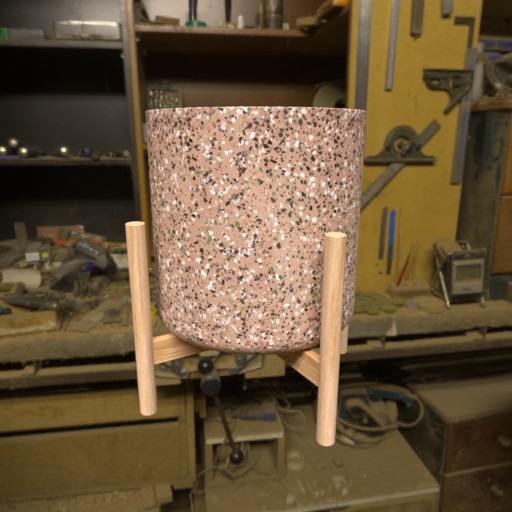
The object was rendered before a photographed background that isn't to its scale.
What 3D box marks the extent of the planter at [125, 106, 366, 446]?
[{"bbox_3d":[0.000,0.000,0.681,0.360,0.419,0.360,-2,16,-8],"label":"planter"}]
